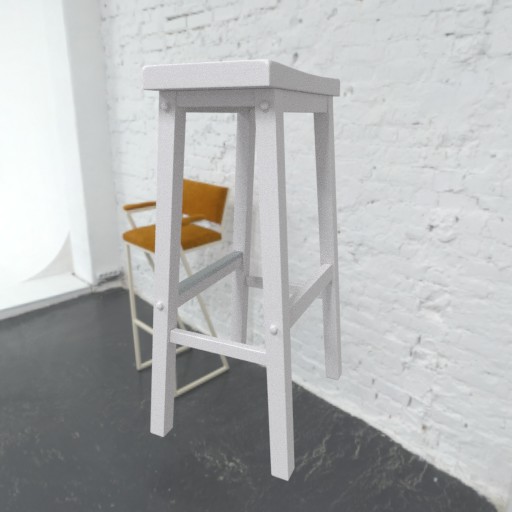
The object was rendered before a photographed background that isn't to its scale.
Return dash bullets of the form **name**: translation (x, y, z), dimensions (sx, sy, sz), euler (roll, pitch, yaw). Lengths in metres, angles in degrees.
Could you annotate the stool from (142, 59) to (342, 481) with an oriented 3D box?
- **stool**: translation (0.000, 0.000, 0.970), dimensions (0.322, 0.742, 0.406), euler (8, 19, 24)
